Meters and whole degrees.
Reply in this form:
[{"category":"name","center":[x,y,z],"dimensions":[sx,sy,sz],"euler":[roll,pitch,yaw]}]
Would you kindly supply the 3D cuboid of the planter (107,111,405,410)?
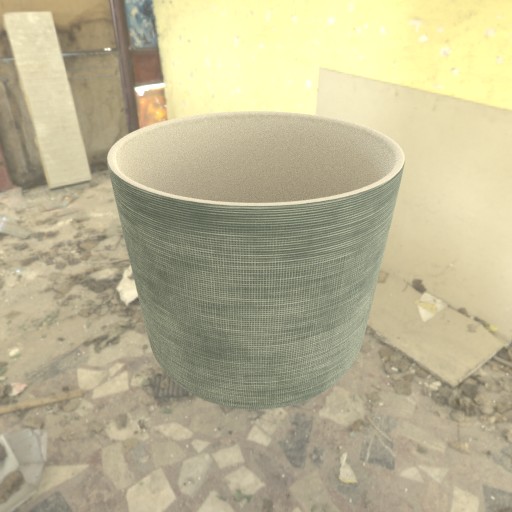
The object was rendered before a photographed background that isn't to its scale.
[{"category":"planter","center":[0.000,0.000,0.783],"dimensions":[0.440,0.398,0.440],"euler":[0,31,0]}]
